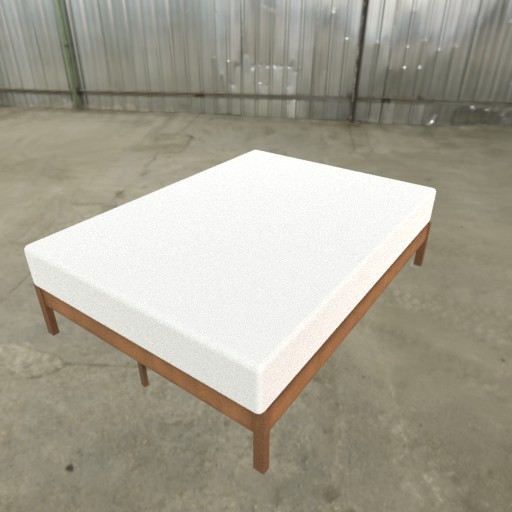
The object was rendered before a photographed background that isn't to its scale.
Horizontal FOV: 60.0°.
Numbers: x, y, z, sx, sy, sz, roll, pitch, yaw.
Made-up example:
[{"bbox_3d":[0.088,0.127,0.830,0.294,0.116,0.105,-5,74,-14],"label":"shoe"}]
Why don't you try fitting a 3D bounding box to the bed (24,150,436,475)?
[{"bbox_3d":[0.000,0.000,2.759,1.529,0.593,2.050,20,36,30],"label":"bed"}]
